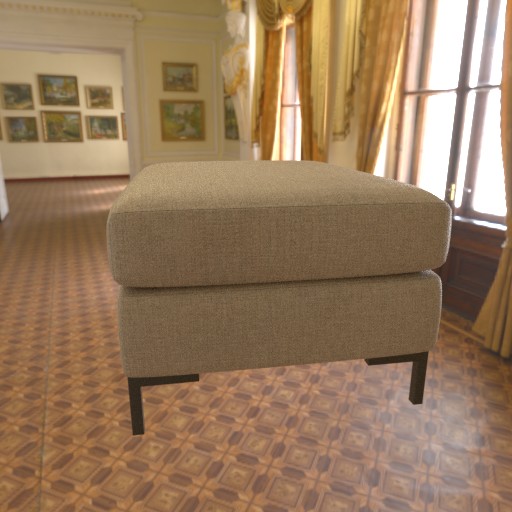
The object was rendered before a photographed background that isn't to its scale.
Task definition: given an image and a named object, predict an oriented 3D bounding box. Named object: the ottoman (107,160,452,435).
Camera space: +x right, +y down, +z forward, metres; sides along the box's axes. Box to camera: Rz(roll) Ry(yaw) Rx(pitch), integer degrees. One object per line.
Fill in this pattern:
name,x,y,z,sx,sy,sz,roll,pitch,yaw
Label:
ottoman,0.000,0.000,1.220,0.671,0.490,0.820,-3,16,-9
